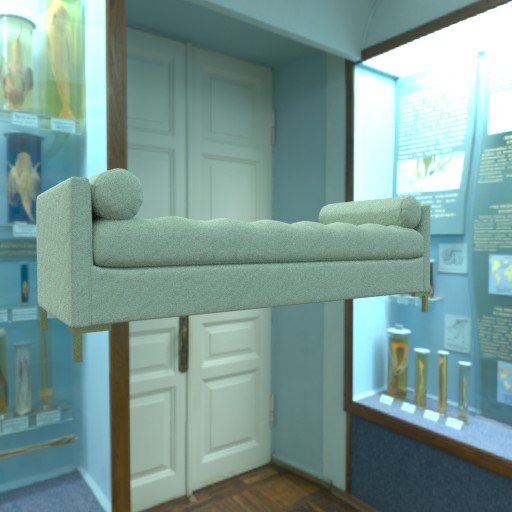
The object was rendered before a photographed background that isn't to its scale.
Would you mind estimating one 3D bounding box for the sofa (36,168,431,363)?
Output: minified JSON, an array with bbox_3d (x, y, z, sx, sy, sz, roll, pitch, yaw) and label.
[{"bbox_3d":[0.000,0.000,2.436,2.102,0.705,0.796,-1,2,-34],"label":"sofa"}]
